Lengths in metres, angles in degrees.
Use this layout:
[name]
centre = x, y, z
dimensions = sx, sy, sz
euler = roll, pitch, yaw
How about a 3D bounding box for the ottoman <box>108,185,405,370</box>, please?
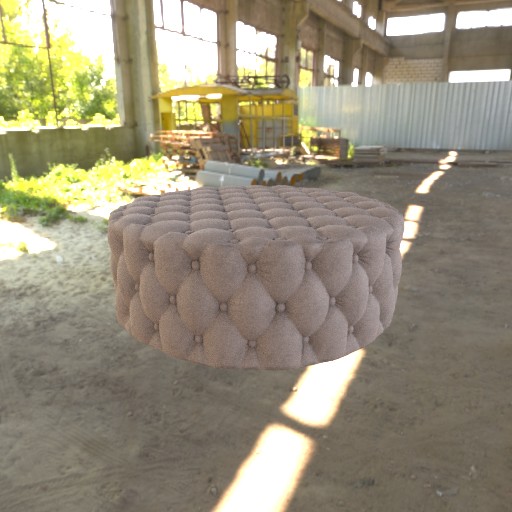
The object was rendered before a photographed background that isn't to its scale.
[ottoman]
centre = 0.000, 0.000, 1.582
dimensions = 0.998, 0.399, 0.998
euler = 0, 17, 0
